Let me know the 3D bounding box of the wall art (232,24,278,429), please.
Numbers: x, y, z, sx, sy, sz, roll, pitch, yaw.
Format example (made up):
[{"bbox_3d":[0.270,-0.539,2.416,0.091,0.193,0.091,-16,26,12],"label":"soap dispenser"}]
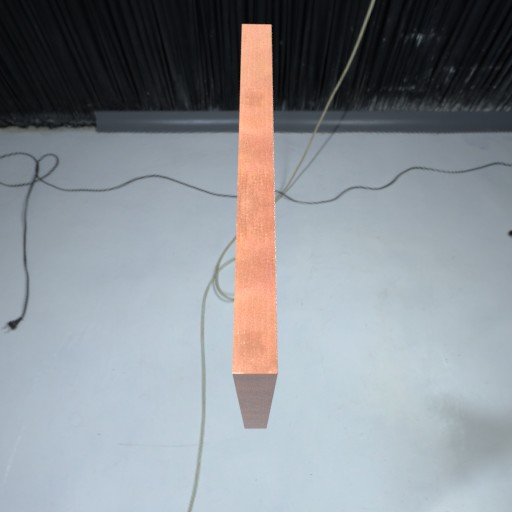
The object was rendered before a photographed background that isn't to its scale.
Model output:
[{"bbox_3d":[0.000,0.000,0.606,0.035,0.403,0.403,0,63,0],"label":"wall art"}]
